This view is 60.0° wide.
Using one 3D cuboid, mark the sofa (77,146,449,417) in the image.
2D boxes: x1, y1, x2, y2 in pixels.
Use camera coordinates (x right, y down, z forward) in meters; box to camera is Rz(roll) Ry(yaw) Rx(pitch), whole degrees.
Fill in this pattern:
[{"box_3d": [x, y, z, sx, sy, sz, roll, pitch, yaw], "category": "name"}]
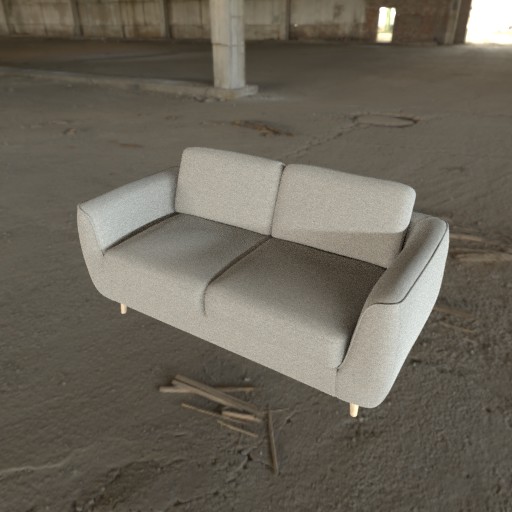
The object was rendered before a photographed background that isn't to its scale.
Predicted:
[{"box_3d": [0.000, 0.000, 2.246, 1.700, 0.850, 0.920, 17, 33, 28], "category": "sofa"}]
